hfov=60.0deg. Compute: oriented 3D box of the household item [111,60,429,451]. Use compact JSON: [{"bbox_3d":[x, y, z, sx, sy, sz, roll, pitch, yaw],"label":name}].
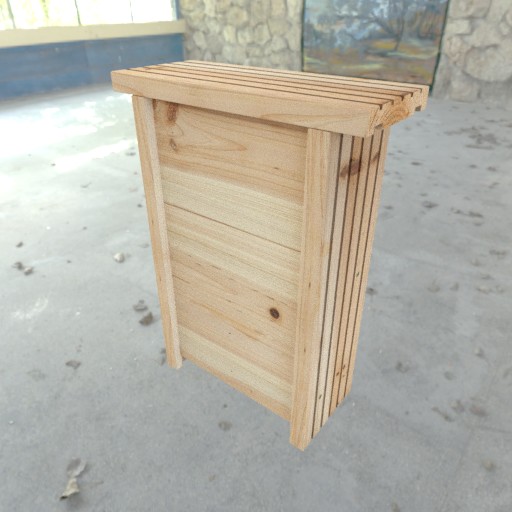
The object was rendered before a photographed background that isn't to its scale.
[{"bbox_3d":[0.000,0.000,0.540,0.301,0.407,0.123,22,37,32],"label":"household item"}]
